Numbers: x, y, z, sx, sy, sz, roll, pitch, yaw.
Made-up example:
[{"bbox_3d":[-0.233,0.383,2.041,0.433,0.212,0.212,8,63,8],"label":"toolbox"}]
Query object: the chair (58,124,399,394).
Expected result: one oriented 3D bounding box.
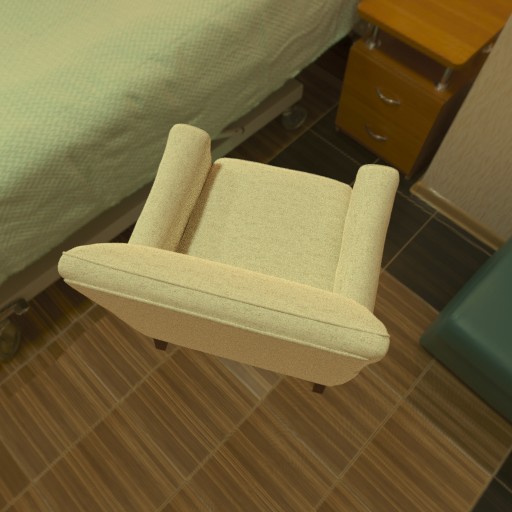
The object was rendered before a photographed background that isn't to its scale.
[{"bbox_3d":[0.000,0.000,1.611,0.870,0.943,0.823,14,64,7],"label":"chair"}]
